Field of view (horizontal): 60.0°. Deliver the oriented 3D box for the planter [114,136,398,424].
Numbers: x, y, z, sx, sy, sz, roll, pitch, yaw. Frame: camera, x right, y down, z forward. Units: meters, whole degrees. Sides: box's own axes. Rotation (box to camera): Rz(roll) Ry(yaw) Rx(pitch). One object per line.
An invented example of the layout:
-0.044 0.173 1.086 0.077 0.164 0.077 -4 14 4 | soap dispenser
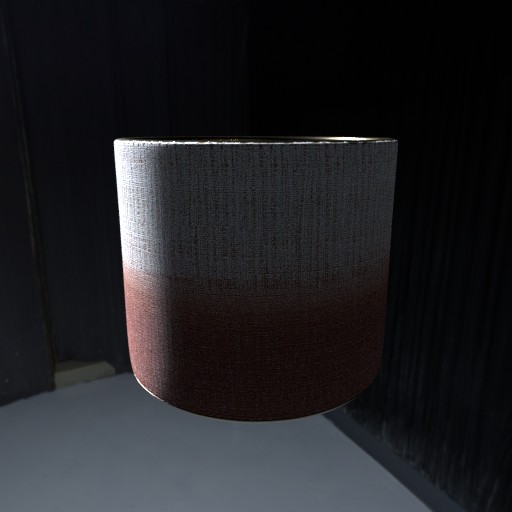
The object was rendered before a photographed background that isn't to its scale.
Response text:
0.000 0.000 0.306 0.178 0.157 0.178 0 16 0 | planter
